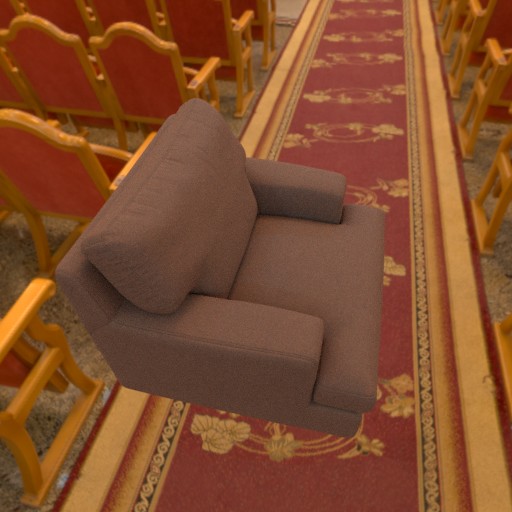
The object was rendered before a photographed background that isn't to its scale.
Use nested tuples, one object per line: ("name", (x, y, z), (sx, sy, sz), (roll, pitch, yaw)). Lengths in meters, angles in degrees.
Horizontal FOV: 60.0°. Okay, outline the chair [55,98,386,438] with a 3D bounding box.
("chair", (0.000, 0.000, 1.973), (1.143, 0.940, 1.168), (10, 47, 9))
